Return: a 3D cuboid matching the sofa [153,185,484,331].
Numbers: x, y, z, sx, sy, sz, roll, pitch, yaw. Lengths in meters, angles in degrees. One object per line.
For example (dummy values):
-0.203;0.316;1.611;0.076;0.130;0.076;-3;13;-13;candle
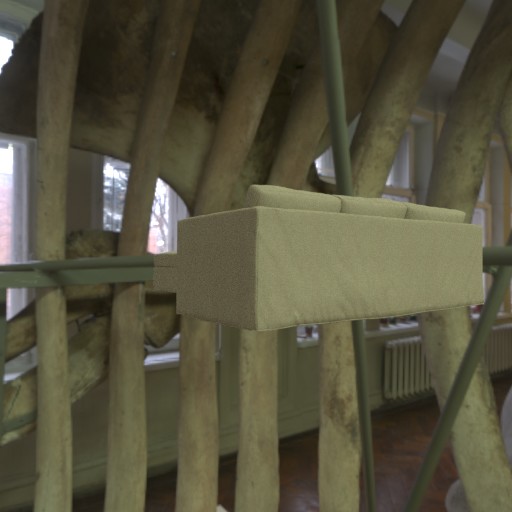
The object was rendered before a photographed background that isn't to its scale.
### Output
0.000;0.000;4.555;2.476;0.878;3.528;0;0;-35;sofa
